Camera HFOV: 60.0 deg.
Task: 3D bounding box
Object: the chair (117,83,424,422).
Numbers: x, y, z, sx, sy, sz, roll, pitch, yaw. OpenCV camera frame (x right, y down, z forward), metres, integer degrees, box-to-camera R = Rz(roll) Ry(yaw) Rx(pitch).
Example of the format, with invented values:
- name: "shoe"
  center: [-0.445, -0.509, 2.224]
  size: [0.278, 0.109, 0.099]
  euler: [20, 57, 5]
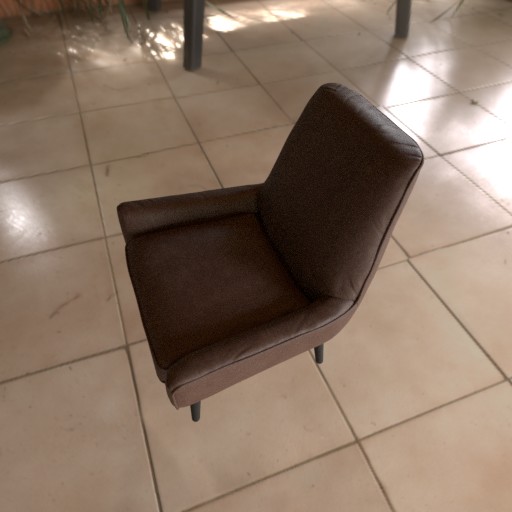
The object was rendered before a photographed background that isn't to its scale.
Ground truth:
- name: "chair"
  center: [0.000, 0.000, 1.485]
  size: [0.824, 0.888, 0.787]
  euler: [-16, 49, -15]
